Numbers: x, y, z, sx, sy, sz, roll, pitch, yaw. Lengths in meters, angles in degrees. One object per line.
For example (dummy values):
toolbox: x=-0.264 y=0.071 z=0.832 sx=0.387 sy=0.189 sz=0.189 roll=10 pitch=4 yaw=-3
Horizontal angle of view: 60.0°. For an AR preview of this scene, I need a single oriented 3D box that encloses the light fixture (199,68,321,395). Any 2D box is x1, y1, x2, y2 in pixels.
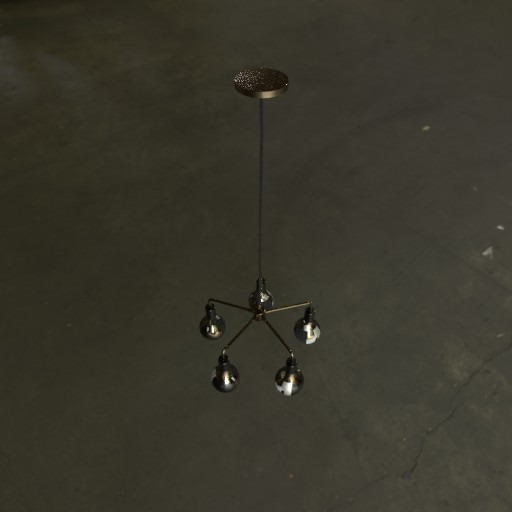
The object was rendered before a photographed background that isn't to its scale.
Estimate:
light fixture: x=0.000 y=0.000 z=1.234 sx=0.438 sy=0.988 sz=0.421 roll=30 pitch=53 yaw=26
